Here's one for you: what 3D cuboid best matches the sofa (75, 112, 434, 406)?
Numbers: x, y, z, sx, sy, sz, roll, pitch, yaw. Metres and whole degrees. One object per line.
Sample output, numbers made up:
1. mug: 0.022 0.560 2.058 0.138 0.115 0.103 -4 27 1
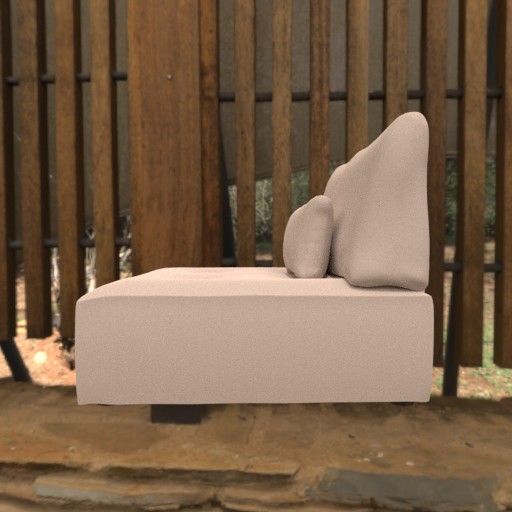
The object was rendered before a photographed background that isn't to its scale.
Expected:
1. sofa: 0.000 0.000 1.665 1.000 0.828 0.935 0 1 -1
